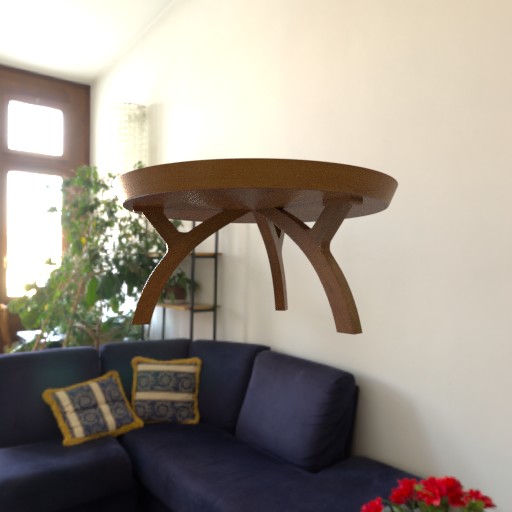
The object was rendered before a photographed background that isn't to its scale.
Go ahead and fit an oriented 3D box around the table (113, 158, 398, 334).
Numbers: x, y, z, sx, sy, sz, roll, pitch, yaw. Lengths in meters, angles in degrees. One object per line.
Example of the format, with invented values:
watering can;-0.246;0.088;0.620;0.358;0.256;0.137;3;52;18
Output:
table;0.000;0.000;1.616;1.016;0.470;1.016;0;-1;0
